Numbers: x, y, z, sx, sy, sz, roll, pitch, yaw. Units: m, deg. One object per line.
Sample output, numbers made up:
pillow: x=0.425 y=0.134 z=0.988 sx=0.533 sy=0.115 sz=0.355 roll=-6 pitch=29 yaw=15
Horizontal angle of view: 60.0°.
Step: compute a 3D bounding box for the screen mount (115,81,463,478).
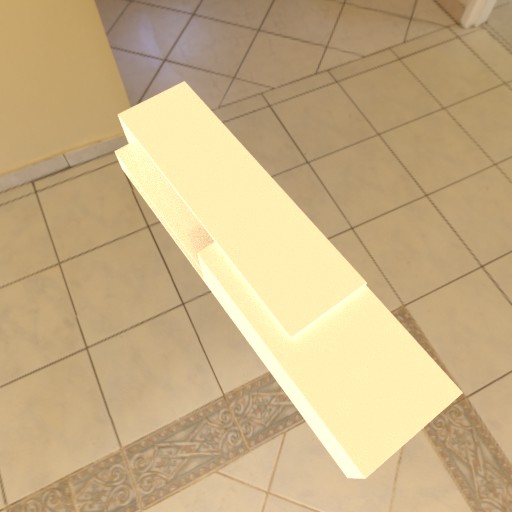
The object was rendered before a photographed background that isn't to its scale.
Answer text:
screen mount: x=0.000 y=0.000 z=1.792 sx=0.420 sy=0.320 sz=1.680 roll=-33 pitch=68 yaw=-15
